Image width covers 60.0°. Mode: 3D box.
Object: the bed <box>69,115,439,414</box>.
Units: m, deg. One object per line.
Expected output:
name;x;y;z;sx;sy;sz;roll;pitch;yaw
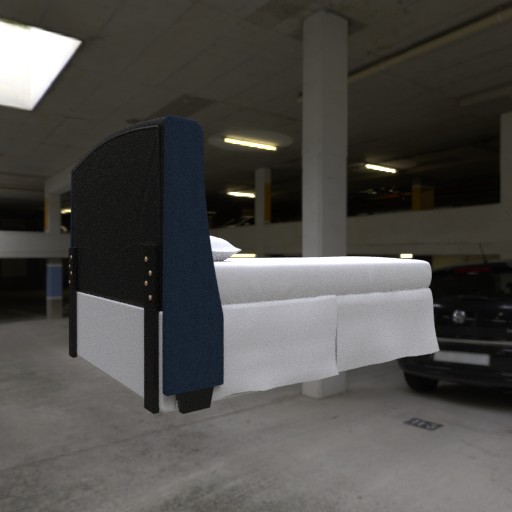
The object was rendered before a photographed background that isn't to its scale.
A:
bed;0.000;0.000;3.208;2.223;1.402;1.604;0;0;-37
